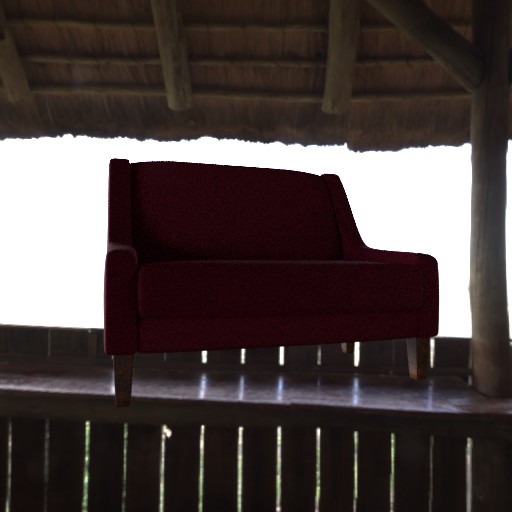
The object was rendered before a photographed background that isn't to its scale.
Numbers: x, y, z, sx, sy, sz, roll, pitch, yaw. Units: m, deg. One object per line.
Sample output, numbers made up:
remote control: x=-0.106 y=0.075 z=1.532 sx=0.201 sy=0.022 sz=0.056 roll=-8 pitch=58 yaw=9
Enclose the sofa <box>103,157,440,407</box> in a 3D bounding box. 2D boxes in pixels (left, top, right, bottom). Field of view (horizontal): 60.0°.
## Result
sofa: x=0.000 y=0.000 z=1.933 sx=1.242 sy=0.976 sz=0.946 roll=0 pitch=-2 yaw=-18
